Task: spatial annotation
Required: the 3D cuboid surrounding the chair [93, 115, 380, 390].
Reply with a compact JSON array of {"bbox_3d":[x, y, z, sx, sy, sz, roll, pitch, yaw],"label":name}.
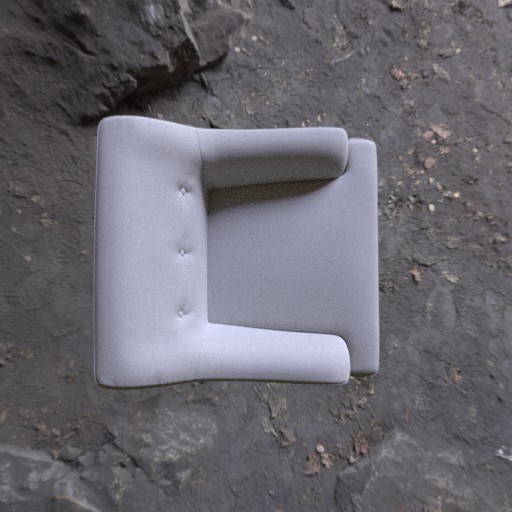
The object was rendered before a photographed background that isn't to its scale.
[{"bbox_3d":[0.000,0.000,1.686,0.951,0.818,0.946,0,88,0],"label":"chair"}]
